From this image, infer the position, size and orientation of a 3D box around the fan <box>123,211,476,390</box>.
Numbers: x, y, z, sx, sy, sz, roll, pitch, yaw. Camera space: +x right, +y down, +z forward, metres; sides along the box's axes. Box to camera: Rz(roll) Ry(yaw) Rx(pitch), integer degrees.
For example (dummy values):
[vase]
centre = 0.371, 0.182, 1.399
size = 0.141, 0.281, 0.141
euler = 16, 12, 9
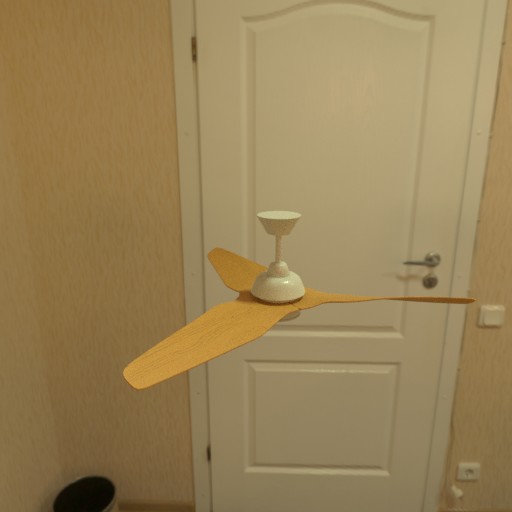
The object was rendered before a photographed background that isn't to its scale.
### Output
[fan]
centre = 0.000, 0.000, 1.621
size = 1.142, 0.355, 1.010
euler = -8, 18, -26
